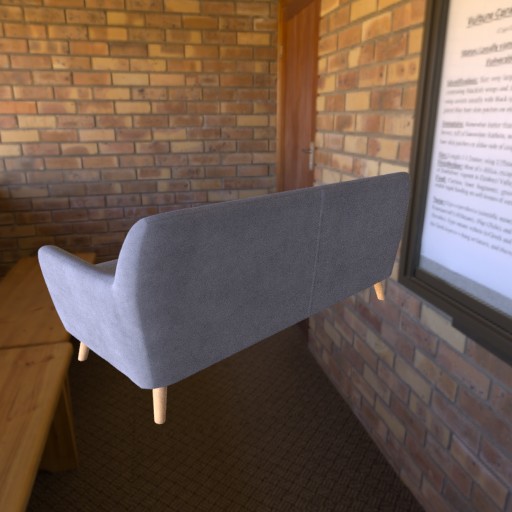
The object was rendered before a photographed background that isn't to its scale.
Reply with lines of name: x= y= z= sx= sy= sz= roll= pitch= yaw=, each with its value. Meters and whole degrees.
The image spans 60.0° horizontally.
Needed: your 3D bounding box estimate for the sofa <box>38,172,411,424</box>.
sofa: x=0.000 y=0.000 z=2.394 sx=0.830 sy=0.830 sz=1.970 roll=16 pitch=23 yaw=42
